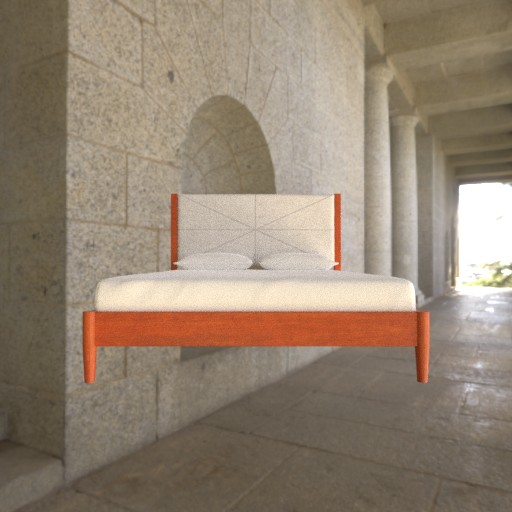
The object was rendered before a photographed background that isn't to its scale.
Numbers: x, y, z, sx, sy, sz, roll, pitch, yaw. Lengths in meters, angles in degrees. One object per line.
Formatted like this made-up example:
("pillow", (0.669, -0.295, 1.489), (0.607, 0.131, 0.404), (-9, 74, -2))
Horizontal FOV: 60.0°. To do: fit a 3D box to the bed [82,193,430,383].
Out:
("bed", (0.000, 0.000, 3.039), (1.566, 1.165, 2.117), (0, -1, 0))
